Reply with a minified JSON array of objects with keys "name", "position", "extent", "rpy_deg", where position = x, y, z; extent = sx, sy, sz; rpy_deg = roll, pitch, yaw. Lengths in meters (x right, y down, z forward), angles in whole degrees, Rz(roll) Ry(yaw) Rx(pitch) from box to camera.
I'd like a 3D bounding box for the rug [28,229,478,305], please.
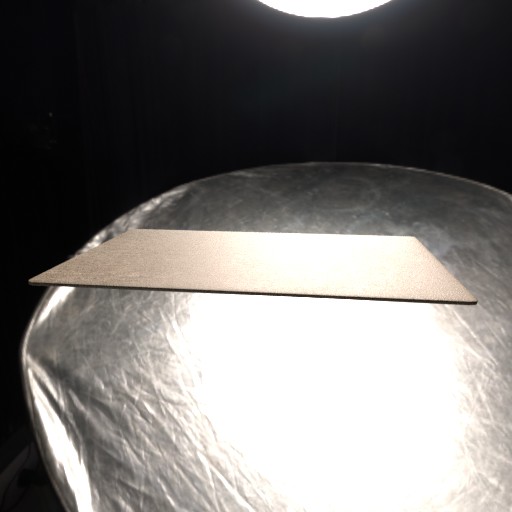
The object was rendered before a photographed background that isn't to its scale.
[{"name":"rug","position":[0.000,0.000,3.104],"extent":[2.469,0.024,1.539],"rpy_deg":[2,15,7]}]
